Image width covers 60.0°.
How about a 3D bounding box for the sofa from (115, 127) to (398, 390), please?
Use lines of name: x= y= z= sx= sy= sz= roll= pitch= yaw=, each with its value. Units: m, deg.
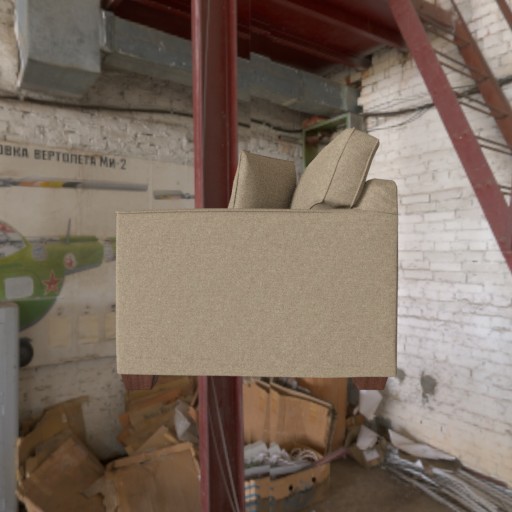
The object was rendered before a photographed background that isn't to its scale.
sofa: x=0.000 y=0.000 z=2.526 sx=1.034 sy=0.946 sz=1.963 roll=0 pitch=1 yaw=1
